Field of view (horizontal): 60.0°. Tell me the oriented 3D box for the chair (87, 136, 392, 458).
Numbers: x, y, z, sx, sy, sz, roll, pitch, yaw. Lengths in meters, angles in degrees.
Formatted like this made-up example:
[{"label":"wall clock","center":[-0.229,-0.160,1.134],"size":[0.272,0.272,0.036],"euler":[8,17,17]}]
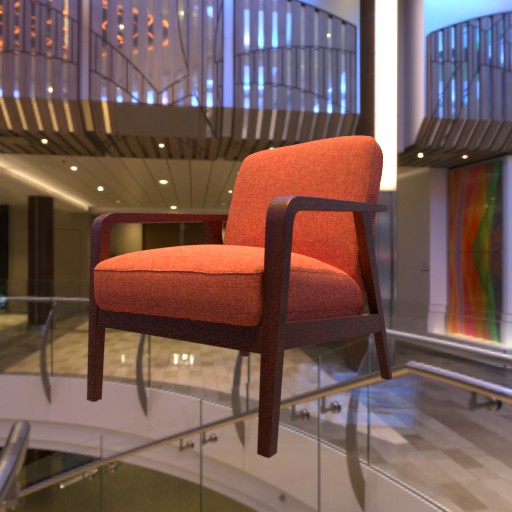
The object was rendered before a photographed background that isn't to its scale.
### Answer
[{"label":"chair","center":[0.000,0.000,1.491],"size":[0.719,0.890,0.860],"euler":[0,0,36]}]
